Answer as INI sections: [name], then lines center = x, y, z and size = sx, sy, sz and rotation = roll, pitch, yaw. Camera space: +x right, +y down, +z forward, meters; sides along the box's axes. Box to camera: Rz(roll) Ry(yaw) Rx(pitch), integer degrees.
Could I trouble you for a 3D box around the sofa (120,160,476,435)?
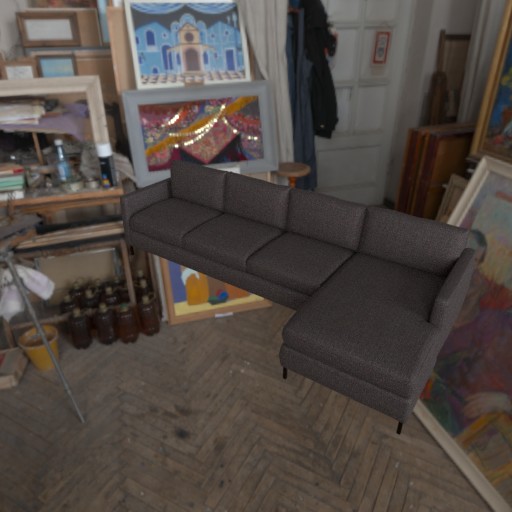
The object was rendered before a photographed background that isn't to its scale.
[sofa]
center = 0.000, 0.000, 3.803
size = 3.221, 0.892, 1.483
rotation = 19, 34, 30
